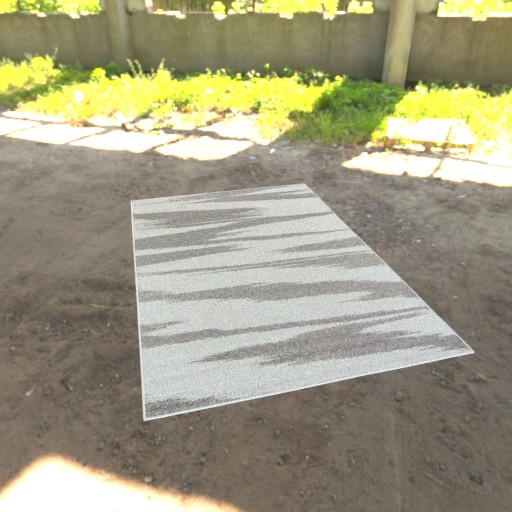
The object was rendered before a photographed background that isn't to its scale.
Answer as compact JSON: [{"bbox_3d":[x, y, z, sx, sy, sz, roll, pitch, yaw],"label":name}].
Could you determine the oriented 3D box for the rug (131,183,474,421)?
[{"bbox_3d":[0.000,0.000,2.298,1.225,0.008,1.827,-8,31,-13],"label":"rug"}]
